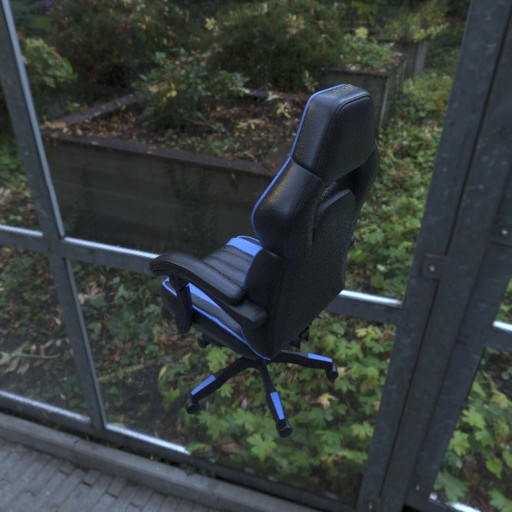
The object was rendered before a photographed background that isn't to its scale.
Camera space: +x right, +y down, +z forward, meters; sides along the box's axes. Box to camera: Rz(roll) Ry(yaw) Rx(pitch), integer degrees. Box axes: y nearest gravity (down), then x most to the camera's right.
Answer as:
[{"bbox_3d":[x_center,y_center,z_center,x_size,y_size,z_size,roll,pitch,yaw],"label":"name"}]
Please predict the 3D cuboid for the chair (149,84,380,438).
[{"bbox_3d":[0.000,0.000,1.693,0.700,1.280,0.700,22,37,31],"label":"chair"}]
